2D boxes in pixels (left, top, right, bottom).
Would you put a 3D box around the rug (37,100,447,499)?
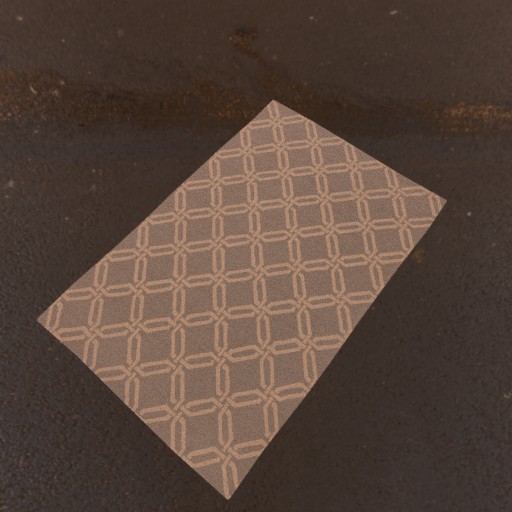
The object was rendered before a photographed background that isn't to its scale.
[{"bbox_3d":[0.000,0.000,2.142,1.148,0.010,1.754,36,68,17],"label":"rug"}]
